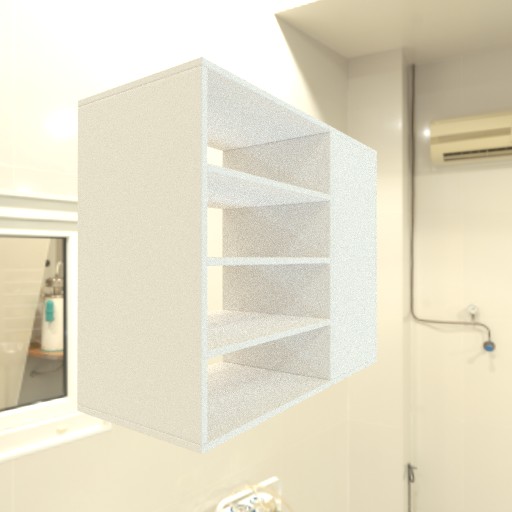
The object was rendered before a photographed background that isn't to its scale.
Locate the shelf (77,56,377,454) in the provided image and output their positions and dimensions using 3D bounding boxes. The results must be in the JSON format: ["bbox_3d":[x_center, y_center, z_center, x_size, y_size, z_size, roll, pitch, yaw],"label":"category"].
[{"bbox_3d":[0.000,0.000,1.292,0.396,0.732,0.895,0,0,36],"label":"shelf"}]
